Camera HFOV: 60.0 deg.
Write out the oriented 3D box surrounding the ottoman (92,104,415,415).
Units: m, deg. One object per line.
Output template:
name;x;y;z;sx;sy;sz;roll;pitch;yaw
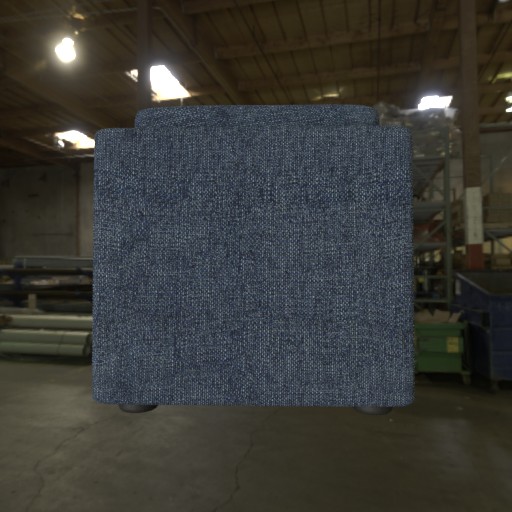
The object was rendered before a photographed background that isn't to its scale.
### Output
ottoman;0.000;0.000;0.830;0.450;0.460;0.450;0;-1;2
